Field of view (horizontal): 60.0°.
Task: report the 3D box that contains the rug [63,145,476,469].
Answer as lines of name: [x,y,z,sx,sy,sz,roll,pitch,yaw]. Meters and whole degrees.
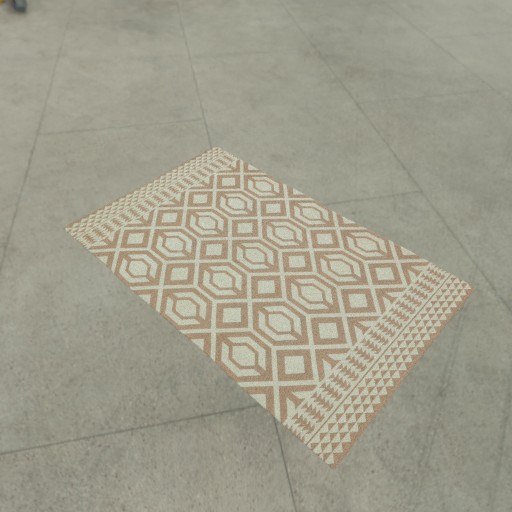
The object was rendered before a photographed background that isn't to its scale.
rug: [0.000,0.000,3.028,2.435,0.011,1.526,34,55,29]
